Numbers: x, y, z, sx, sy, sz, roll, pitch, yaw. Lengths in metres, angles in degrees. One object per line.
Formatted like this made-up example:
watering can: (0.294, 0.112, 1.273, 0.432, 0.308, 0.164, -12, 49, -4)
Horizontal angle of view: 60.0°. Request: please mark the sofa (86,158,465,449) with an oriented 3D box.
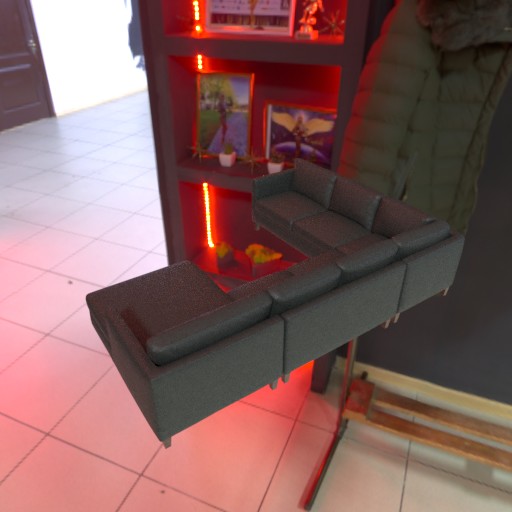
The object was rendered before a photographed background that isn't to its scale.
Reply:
sofa: (0.000, 0.000, 4.690, 3.460, 0.923, 2.593, -20, 36, -29)
